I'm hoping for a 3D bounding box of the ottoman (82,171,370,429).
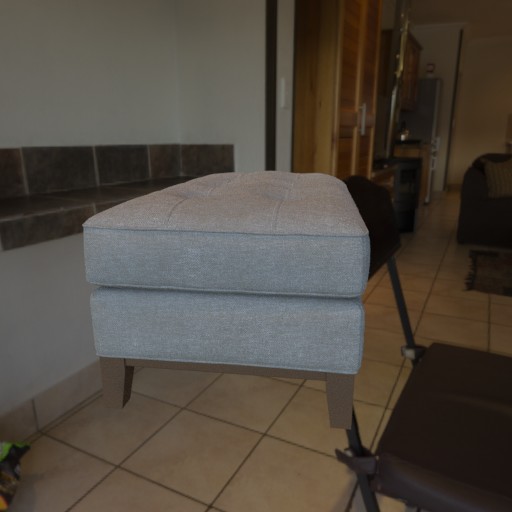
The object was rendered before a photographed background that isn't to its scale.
[{"bbox_3d":[0.000,0.000,1.506,0.648,0.514,1.143,2,15,8],"label":"ottoman"}]
